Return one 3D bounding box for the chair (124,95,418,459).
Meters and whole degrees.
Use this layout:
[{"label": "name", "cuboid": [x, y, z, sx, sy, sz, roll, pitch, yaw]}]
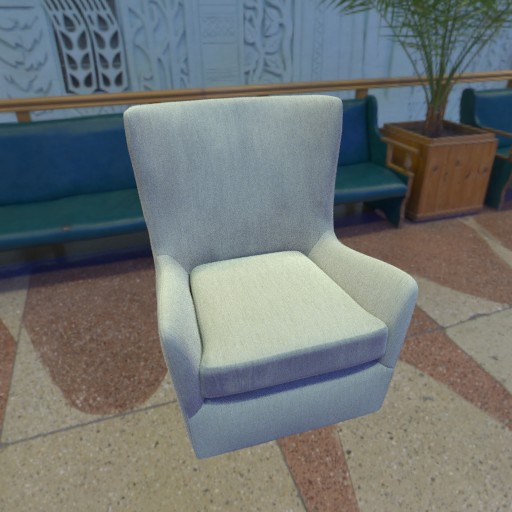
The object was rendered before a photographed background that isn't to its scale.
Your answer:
[{"label": "chair", "cuboid": [0.000, 0.000, 1.610, 0.779, 1.000, 0.904, -9, 31, -15]}]
